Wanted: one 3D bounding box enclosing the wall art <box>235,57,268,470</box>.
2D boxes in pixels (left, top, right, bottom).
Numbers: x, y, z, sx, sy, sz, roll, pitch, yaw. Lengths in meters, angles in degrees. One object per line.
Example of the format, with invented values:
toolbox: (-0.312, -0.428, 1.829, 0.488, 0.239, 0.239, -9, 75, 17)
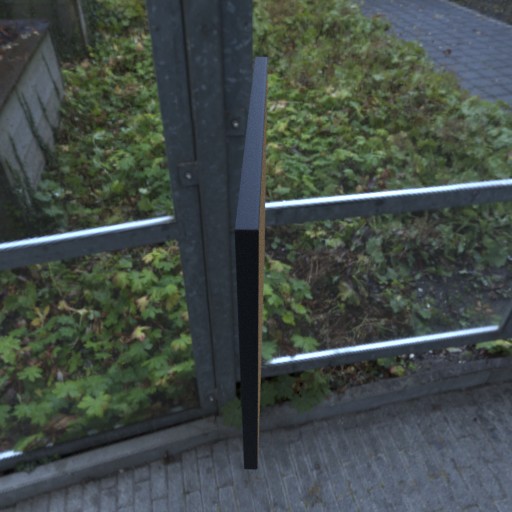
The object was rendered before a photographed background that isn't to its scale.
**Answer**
wall art: (0.000, 0.000, 0.688, 0.022, 0.453, 0.456, 1, 41, 2)
